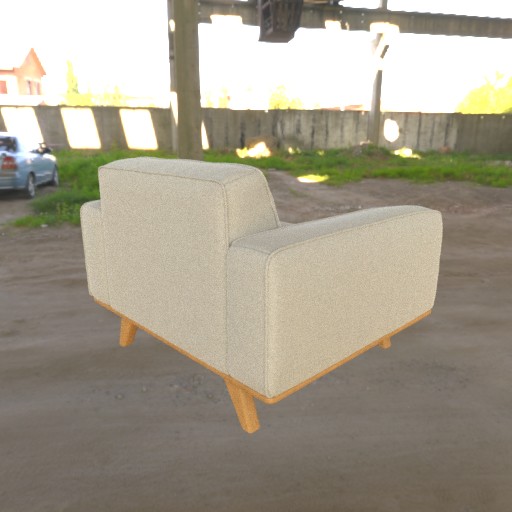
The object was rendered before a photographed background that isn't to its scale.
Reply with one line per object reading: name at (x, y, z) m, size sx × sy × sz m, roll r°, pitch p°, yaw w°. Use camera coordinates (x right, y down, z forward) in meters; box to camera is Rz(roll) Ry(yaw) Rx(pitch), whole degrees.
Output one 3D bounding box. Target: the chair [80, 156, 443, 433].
chair at (0.000, 0.000, 1.766) m, size 0.953 × 0.779 × 1.115 m, roll -15°, pitch 21°, yaw -42°
